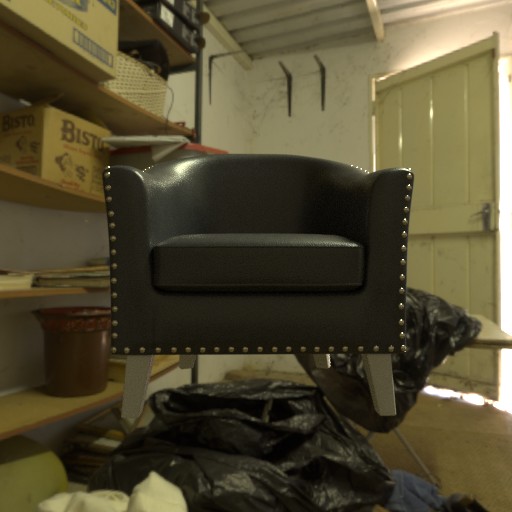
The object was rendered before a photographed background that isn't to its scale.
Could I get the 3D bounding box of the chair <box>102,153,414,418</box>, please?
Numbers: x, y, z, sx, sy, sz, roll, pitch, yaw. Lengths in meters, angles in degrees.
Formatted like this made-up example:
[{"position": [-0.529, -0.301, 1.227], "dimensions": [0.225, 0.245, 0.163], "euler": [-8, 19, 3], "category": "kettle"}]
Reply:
[{"position": [0.000, 0.000, 1.448], "dimensions": [0.794, 0.823, 0.748], "euler": [0, -1, -2], "category": "chair"}]
